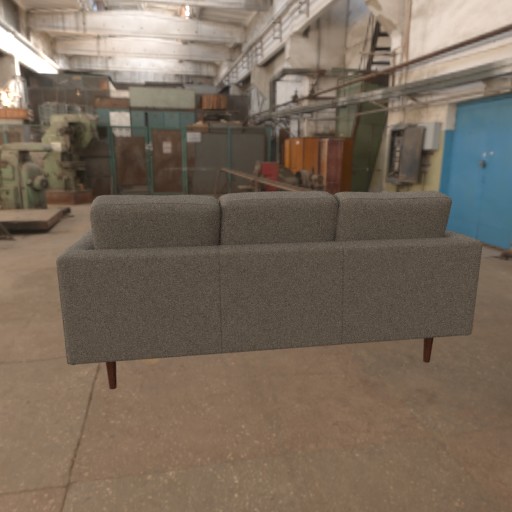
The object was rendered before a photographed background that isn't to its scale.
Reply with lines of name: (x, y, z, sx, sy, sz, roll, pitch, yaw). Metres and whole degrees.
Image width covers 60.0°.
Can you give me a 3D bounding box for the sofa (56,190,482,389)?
sofa: (0.000, 0.000, 2.921, 2.055, 0.957, 1.667, -2, 14, -9)
